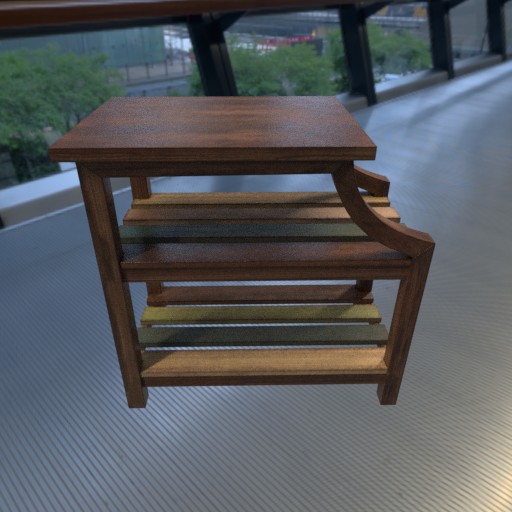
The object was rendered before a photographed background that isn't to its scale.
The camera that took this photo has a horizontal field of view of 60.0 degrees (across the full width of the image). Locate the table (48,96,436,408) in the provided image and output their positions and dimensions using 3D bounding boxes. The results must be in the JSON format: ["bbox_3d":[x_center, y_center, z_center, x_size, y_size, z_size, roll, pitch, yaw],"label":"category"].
[{"bbox_3d":[0.000,0.000,0.948,0.609,0.584,0.356,-1,31,-1],"label":"table"}]
